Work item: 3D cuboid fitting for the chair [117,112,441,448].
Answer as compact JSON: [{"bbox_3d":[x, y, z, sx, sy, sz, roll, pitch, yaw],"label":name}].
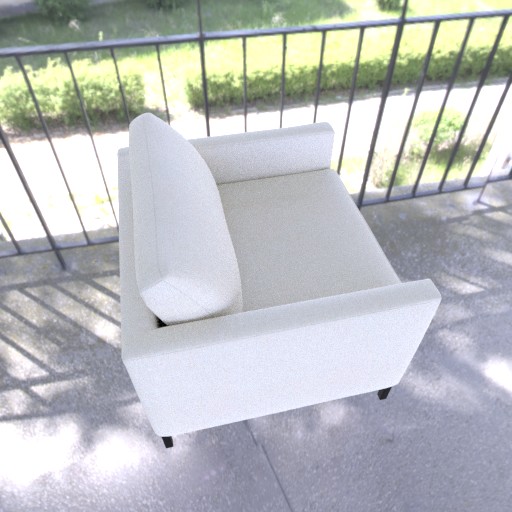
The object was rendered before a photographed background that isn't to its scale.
[{"bbox_3d":[0.000,0.000,1.590,0.875,0.806,0.964,-9,48,-9],"label":"chair"}]
